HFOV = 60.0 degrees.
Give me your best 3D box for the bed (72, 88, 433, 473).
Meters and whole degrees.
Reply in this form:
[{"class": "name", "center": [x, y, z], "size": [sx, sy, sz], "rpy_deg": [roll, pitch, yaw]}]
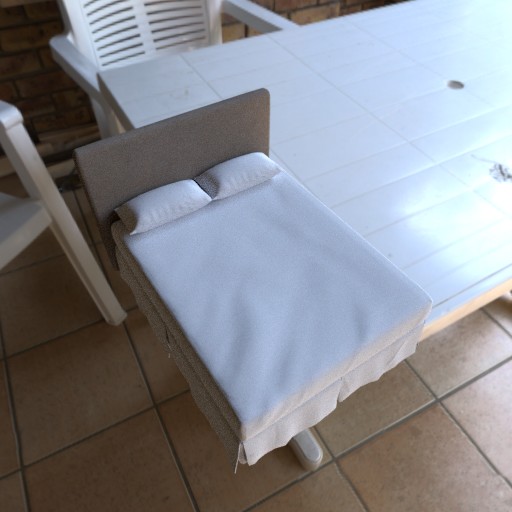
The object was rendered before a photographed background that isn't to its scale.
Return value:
[{"class": "bed", "center": [0.000, 0.000, 3.286], "size": [1.723, 1.330, 2.142], "rpy_deg": [-26, 53, -22]}]
